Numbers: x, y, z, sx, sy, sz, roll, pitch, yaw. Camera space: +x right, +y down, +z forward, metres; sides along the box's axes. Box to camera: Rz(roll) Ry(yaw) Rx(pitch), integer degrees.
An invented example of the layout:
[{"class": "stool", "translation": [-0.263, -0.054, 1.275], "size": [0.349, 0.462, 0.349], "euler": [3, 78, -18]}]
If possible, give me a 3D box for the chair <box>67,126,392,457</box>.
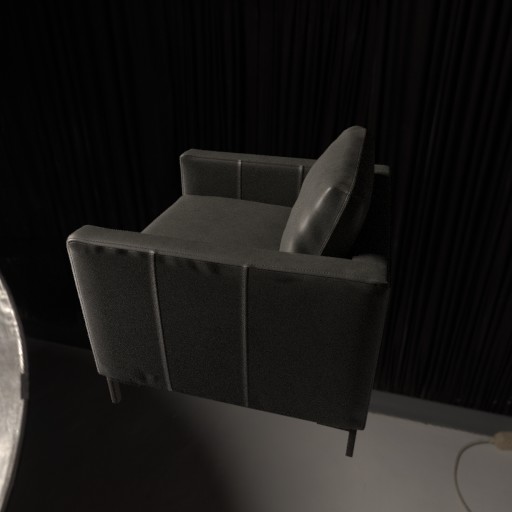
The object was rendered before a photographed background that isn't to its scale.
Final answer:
[{"class": "chair", "translation": [0.000, 0.000, 1.515], "size": [0.861, 0.824, 0.967], "euler": [8, 31, 13]}]
